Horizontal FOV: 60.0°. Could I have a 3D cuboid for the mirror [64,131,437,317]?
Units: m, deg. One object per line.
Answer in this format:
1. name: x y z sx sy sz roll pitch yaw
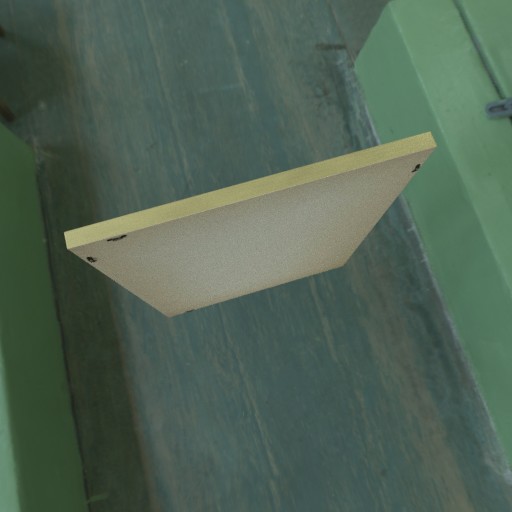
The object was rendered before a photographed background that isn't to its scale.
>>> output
1. mirror: 0.000 0.000 1.370 0.762 1.016 0.040 -16 75 -4
